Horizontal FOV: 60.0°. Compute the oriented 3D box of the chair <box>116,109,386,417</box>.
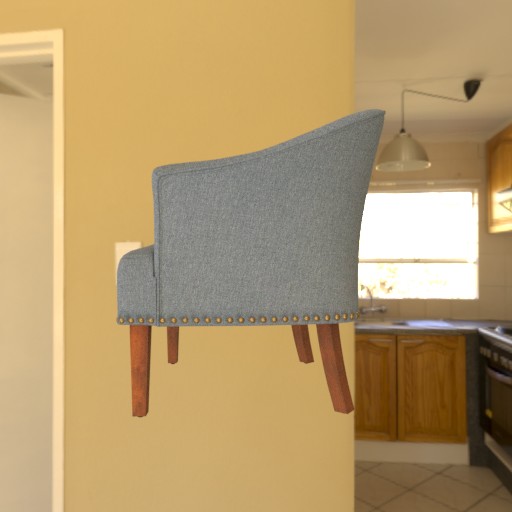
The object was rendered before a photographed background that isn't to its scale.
[{"bbox_3d":[0.000,0.000,1.407,0.704,0.815,0.798,0,-1,-3],"label":"chair"}]
